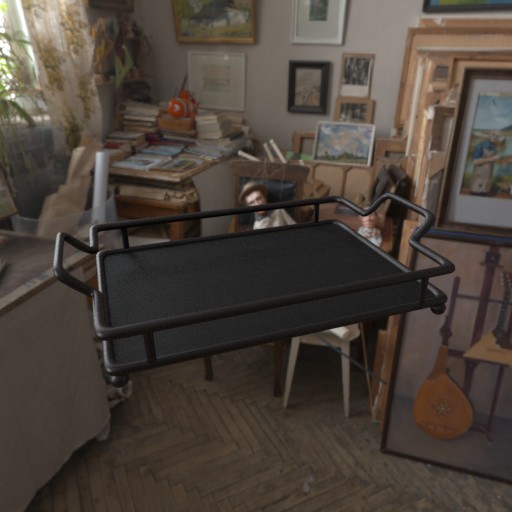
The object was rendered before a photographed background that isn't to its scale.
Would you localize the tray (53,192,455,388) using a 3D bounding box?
[{"bbox_3d":[0.000,0.000,0.606,0.495,0.101,0.297,-9,27,-18],"label":"tray"}]
